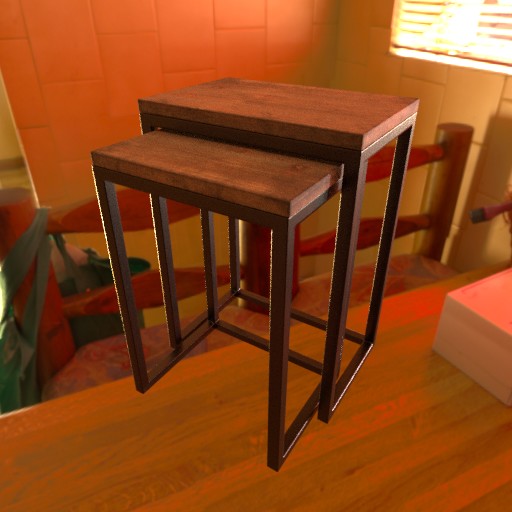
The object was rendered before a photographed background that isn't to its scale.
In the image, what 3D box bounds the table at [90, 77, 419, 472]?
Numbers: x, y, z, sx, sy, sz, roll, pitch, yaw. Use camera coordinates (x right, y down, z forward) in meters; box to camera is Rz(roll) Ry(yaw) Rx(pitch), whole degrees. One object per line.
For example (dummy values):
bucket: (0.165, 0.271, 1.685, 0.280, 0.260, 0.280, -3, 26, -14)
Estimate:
table: (0.000, 0.000, 0.937, 0.456, 0.615, 0.460, 20, 36, 29)
